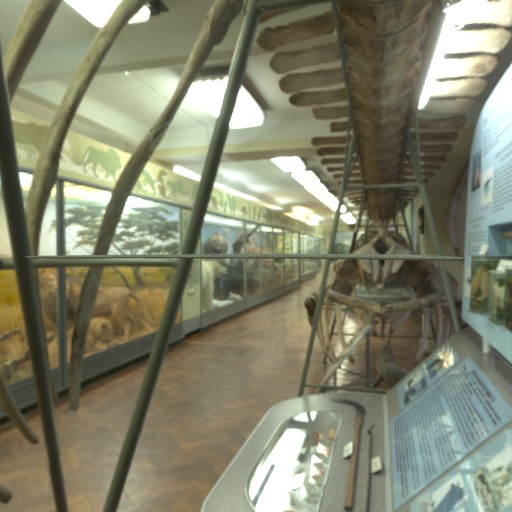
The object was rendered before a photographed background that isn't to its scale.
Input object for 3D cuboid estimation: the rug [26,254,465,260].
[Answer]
[{"bbox_3d":[0.000,0.000,2.339,1.830,0.016,1.224,0,1,16],"label":"rug"}]
